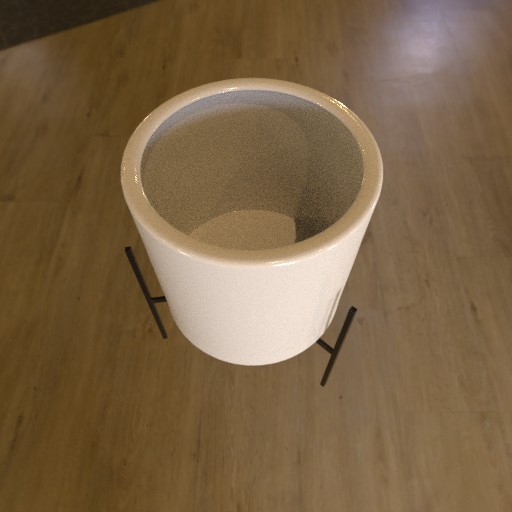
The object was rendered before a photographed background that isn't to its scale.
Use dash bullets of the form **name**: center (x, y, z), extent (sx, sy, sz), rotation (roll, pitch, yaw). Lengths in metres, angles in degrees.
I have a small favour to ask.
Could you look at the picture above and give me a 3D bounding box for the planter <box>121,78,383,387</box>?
- **planter**: center (0.000, 0.000, 0.661), extent (0.307, 0.431, 0.308), rotation (15, 58, 10)
